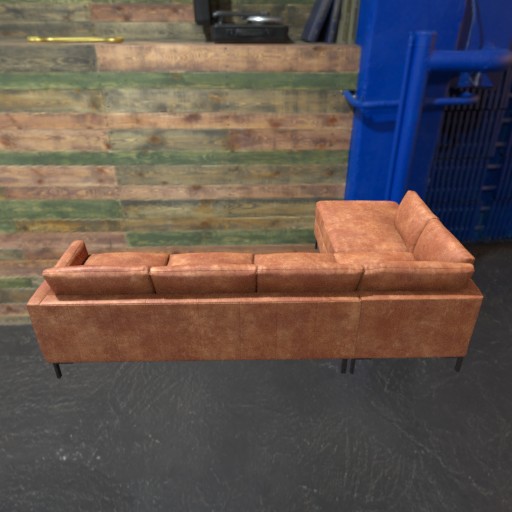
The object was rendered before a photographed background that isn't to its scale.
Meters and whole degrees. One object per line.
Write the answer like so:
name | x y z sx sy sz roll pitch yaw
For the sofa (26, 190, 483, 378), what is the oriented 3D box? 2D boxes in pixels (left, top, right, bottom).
sofa | 0.000 0.000 3.769 2.984 0.877 1.938 -1 30 -1
